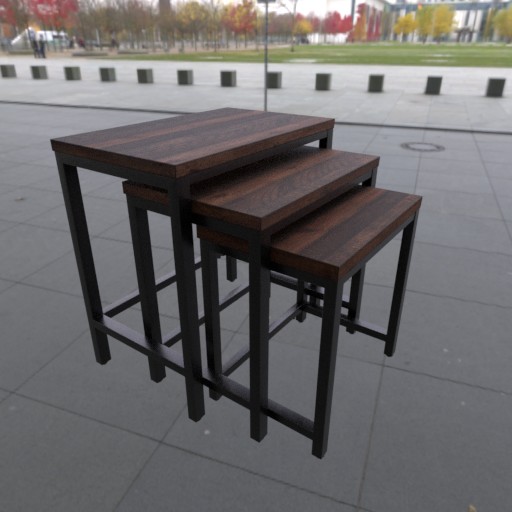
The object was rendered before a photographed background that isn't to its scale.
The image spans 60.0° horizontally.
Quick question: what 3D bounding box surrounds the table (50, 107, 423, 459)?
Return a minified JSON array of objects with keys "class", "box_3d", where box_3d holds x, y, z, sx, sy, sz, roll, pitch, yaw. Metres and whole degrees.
[{"class":"table","box_3d":[0.000,0.000,1.141,0.660,0.616,0.608,18,31,32]}]
